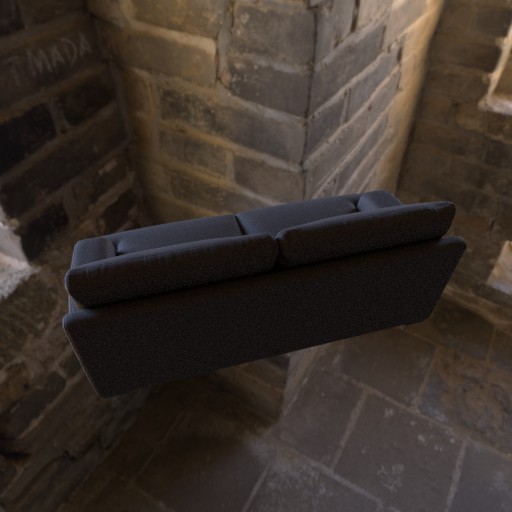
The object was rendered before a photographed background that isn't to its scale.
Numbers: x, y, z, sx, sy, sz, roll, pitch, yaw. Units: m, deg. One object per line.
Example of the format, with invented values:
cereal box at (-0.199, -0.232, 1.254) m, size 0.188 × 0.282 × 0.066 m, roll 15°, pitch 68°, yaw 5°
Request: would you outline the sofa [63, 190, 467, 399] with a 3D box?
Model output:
sofa at (0.000, 0.000, 2.882) m, size 2.271 × 0.950 × 1.140 m, roll -11°, pitch 42°, yaw -12°
